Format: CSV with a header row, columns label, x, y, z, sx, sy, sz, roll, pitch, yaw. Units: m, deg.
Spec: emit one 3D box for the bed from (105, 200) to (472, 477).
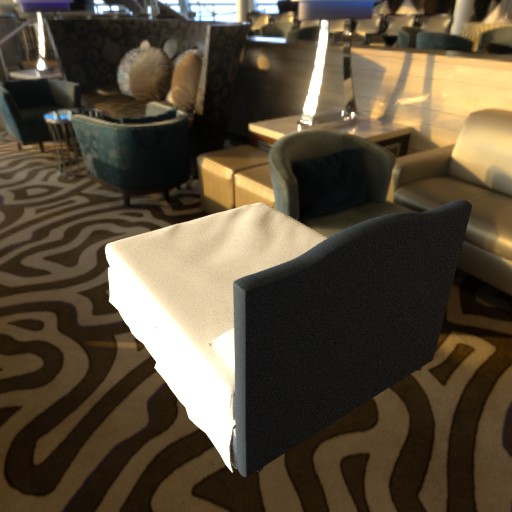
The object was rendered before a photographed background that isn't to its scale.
label,x,y,z,sx,sy,sz,roll,pitch,yaw
bed,0.000,0.000,3.446,1.821,1.436,2.282,-19,35,-30
